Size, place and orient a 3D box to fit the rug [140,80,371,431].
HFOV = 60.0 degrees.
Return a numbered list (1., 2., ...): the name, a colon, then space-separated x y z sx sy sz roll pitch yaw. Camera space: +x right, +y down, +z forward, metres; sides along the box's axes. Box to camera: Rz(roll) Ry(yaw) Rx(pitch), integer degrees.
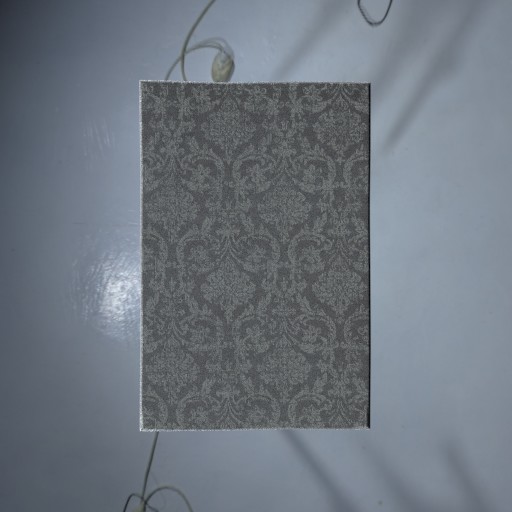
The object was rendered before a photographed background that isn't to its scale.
1. rug: 0.000 0.000 3.488 1.819 0.018 2.746 0 90 -1
